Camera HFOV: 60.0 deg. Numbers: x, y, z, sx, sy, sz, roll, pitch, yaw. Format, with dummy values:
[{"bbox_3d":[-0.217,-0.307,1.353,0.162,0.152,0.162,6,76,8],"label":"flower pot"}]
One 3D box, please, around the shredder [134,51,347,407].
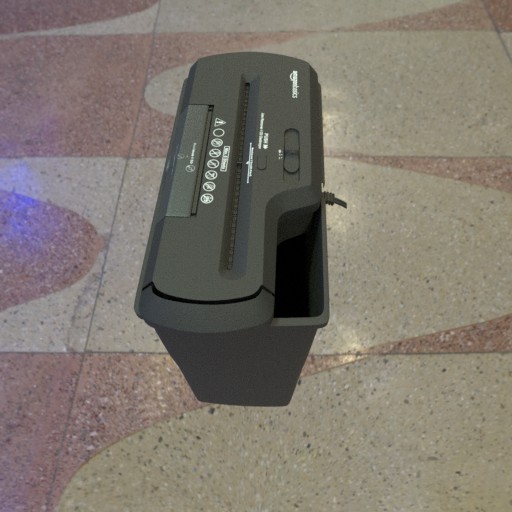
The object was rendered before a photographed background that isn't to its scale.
[{"bbox_3d":[0.000,0.000,0.521,0.170,0.335,0.320,3,58,2],"label":"shredder"}]
